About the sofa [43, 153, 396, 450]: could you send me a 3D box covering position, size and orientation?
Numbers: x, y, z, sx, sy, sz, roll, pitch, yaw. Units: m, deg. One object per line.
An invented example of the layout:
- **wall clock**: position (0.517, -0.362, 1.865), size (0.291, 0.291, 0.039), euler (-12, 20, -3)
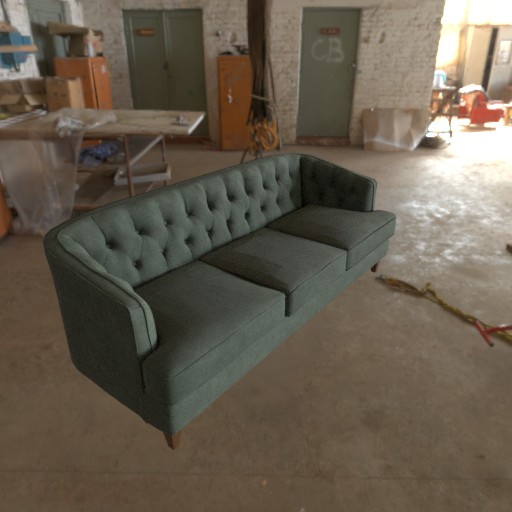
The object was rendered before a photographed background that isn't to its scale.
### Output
- **sofa**: position (0.000, 0.000, 2.717), size (0.941, 0.855, 2.278), euler (18, 31, 33)
